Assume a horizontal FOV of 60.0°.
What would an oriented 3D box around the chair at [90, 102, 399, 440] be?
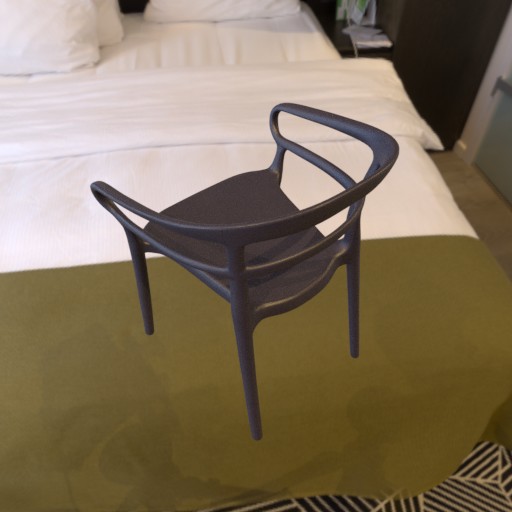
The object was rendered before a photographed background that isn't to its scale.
[{"bbox_3d":[0.000,0.000,1.127,0.559,0.761,0.527,-31,54,-26],"label":"chair"}]
